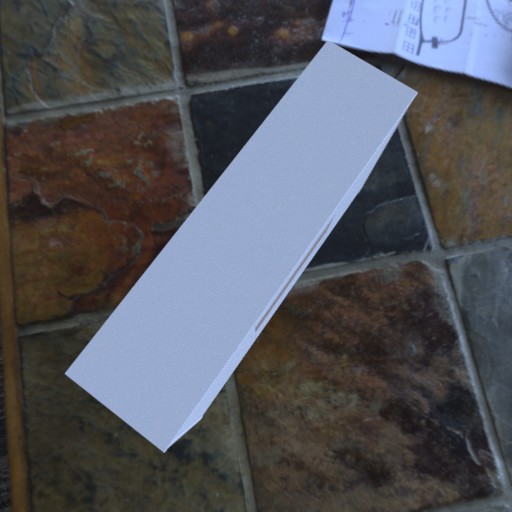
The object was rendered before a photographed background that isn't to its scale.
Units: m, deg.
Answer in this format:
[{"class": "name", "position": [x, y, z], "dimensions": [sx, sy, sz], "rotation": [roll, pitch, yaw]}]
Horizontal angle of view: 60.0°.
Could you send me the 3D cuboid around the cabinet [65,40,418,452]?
[{"class": "cabinet", "position": [0.000, 0.000, 1.885], "dimensions": [0.380, 0.900, 1.450], "rotation": [34, 78, 8]}]
